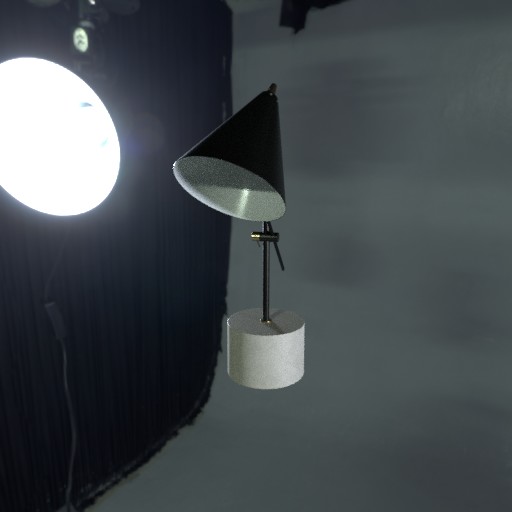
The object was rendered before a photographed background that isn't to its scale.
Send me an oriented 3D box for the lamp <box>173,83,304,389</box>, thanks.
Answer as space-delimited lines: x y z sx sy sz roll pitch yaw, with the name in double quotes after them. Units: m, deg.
0.000 0.000 0.730 0.214 0.518 0.403 6 14 26 "lamp"
